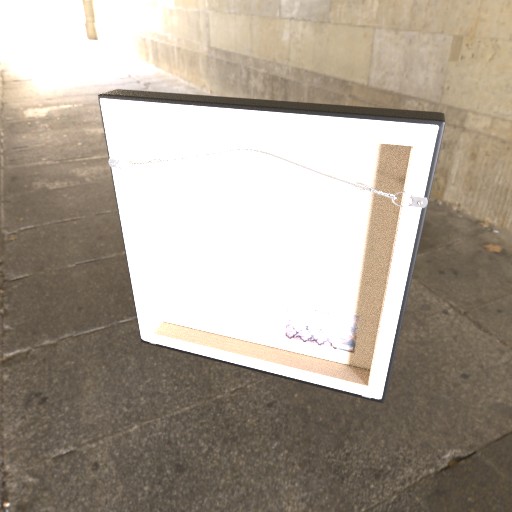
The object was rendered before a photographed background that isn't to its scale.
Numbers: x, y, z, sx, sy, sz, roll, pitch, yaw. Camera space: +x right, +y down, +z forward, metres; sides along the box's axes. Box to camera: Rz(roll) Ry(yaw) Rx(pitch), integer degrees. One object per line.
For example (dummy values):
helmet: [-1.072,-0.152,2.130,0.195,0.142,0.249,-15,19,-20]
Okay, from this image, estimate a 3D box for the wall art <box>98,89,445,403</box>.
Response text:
wall art: [0.000,0.000,0.609,0.406,0.407,0.041,10,32,16]
